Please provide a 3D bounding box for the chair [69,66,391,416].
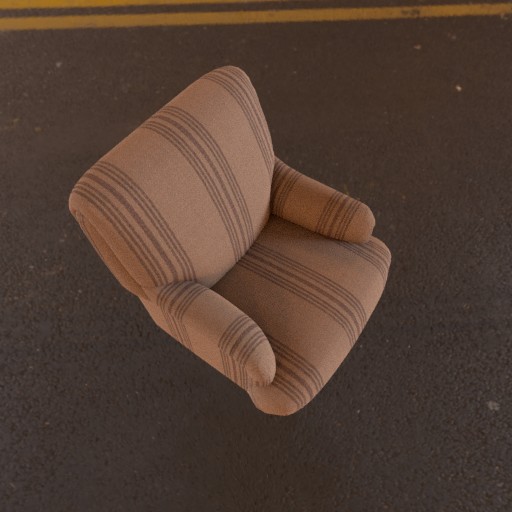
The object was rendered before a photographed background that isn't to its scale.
[{"bbox_3d":[0.000,0.000,1.638,0.914,0.940,0.813,31,63,18],"label":"chair"}]
